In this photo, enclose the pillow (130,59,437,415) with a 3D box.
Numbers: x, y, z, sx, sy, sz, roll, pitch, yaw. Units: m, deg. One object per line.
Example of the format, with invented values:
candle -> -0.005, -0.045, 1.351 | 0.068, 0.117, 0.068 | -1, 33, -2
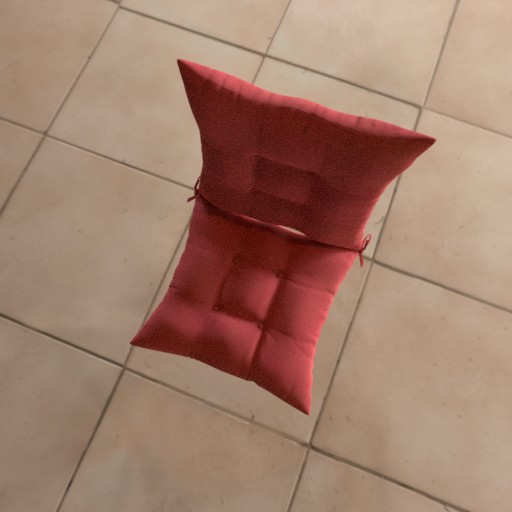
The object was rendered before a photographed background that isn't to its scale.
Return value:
pillow -> 0.000, 0.000, 1.010 | 0.541, 0.536, 0.585 | 20, 76, 5
